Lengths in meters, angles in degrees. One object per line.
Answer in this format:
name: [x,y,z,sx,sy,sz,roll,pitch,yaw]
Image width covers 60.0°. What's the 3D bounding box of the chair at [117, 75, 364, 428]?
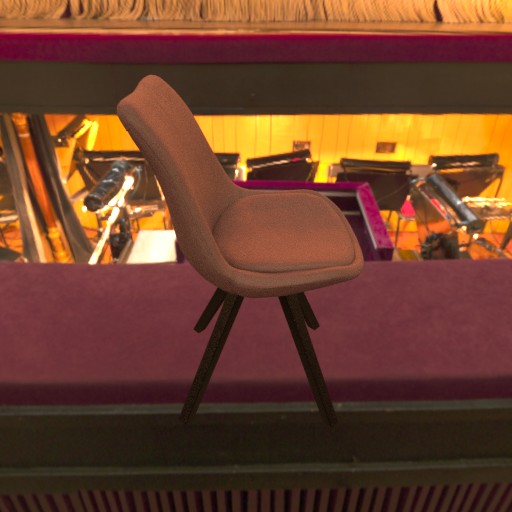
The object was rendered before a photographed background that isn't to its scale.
chair: [0.000,0.000,1.184,0.547,0.865,0.483,0,33,0]
